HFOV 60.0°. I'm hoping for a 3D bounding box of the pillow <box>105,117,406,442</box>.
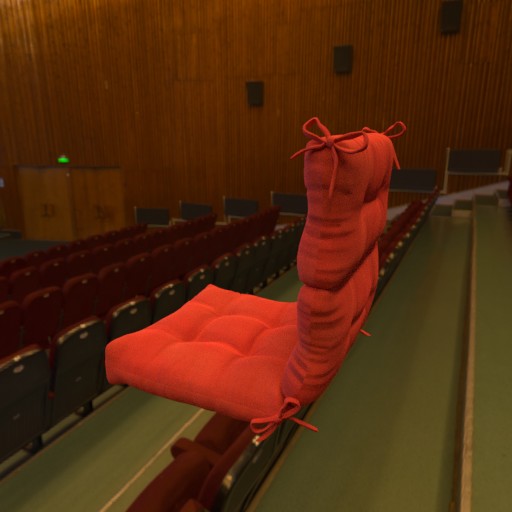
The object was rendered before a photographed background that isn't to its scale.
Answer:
[{"bbox_3d":[0.000,0.000,1.032,0.571,0.605,0.519,7,18,24],"label":"pillow"}]
